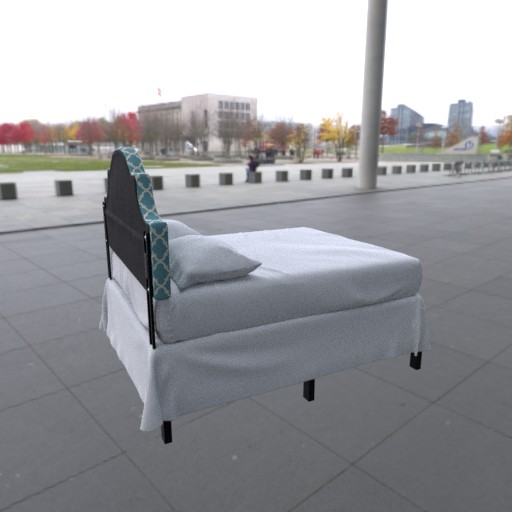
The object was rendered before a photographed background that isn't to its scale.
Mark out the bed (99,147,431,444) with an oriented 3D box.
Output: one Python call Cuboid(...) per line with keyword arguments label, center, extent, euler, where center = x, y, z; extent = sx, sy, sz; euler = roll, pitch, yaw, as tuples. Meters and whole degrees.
Cuboid(label="bed", center=(0.000, 0.000, 3.426), extent=(2.222, 1.633, 1.780), euler=(-7, 15, -26))
